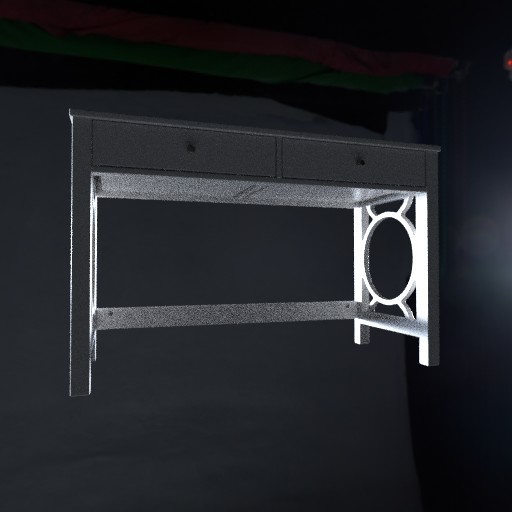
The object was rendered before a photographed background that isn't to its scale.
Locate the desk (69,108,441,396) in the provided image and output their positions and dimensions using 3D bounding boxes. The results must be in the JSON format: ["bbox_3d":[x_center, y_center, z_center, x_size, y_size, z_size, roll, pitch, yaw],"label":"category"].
[{"bbox_3d":[0.000,0.000,1.574,1.191,0.762,0.504,0,-1,-18],"label":"desk"}]
